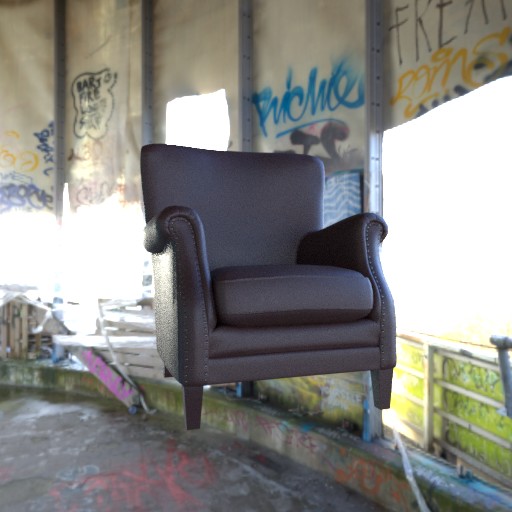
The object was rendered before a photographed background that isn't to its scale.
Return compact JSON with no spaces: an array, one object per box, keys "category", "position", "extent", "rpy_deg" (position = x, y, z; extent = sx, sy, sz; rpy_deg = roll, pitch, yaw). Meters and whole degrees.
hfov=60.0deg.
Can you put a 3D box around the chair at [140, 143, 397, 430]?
[{"category":"chair","position":[0.000,0.000,1.391],"extent":[0.700,0.800,0.746],"rpy_deg":[0,0,-18]}]
